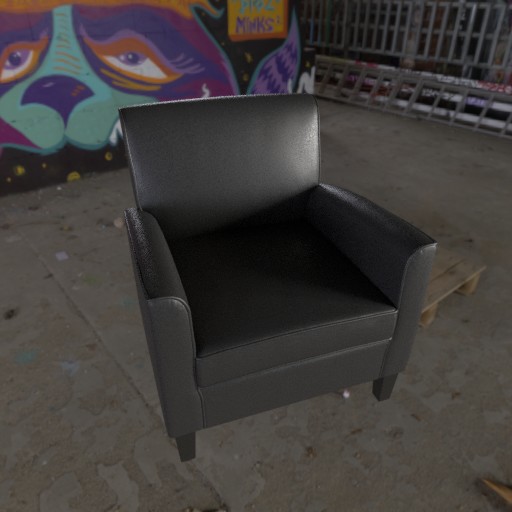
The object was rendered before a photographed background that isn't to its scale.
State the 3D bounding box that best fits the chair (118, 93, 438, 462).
[{"bbox_3d":[0.000,0.000,1.536,0.820,0.916,0.819,-10,33,-16],"label":"chair"}]
